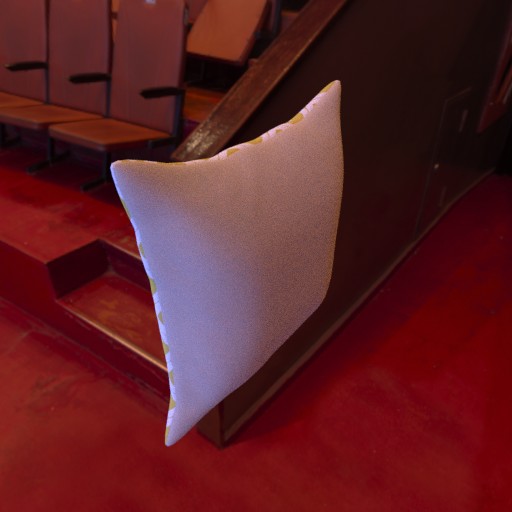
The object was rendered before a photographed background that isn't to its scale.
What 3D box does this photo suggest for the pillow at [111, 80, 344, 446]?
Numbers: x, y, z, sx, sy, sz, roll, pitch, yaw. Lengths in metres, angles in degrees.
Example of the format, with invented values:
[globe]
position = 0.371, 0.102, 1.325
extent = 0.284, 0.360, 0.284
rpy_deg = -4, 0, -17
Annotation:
[pillow]
position = 0.000, 0.000, 0.762
extent = 0.188, 0.494, 0.504
rpy_deg = 22, 39, 30
